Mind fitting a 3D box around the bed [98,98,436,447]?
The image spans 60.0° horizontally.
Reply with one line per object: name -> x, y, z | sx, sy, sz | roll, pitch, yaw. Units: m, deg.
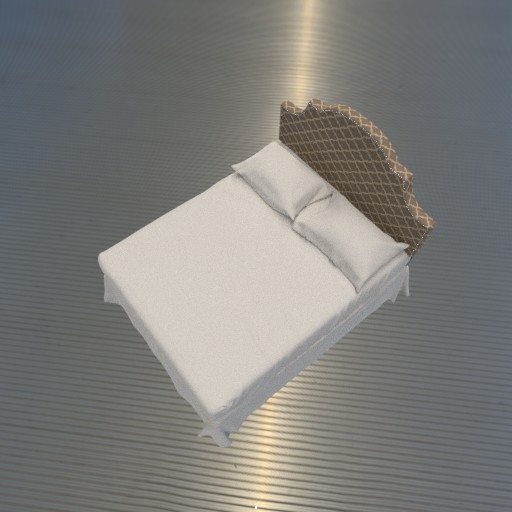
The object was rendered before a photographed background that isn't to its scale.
bed -> 0.000, 0.000, 3.425 | 2.222, 1.633, 1.780 | -35, 66, -18
